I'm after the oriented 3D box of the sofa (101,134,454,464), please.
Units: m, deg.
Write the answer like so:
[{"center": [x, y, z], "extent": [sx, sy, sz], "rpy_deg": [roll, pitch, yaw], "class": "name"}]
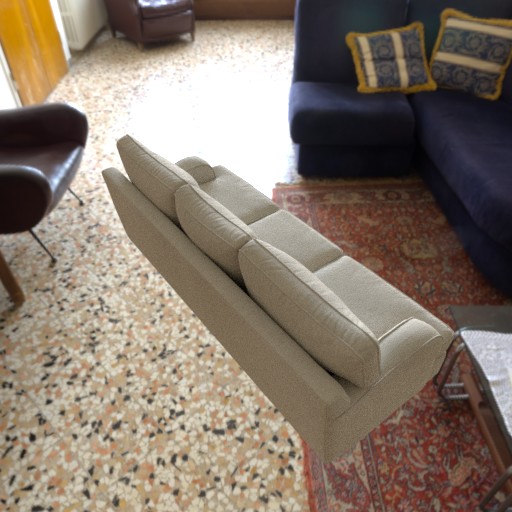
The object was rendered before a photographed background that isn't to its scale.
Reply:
[{"center": [0.000, 0.000, 2.835], "extent": [1.016, 0.991, 2.323], "rpy_deg": [-26, 48, -27], "class": "sofa"}]
